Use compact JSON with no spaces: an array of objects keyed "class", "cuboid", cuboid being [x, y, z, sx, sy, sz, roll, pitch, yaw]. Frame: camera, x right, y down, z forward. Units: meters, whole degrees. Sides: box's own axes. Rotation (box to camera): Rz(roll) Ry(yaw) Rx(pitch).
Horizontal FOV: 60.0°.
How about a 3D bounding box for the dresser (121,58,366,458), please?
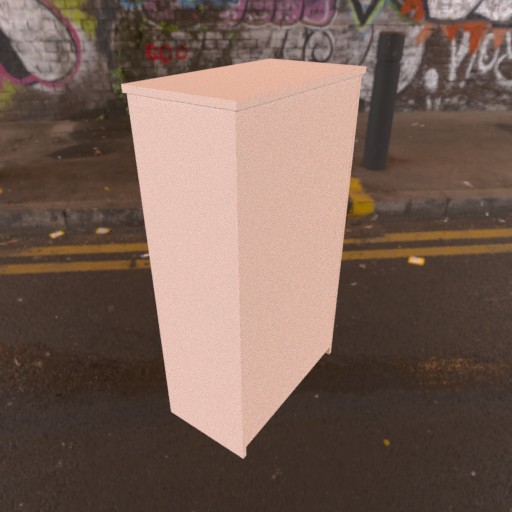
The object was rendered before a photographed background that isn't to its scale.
[{"class":"dresser","cuboid":[0.000,0.000,1.637,0.399,1.255,0.704,20,36,30]}]
